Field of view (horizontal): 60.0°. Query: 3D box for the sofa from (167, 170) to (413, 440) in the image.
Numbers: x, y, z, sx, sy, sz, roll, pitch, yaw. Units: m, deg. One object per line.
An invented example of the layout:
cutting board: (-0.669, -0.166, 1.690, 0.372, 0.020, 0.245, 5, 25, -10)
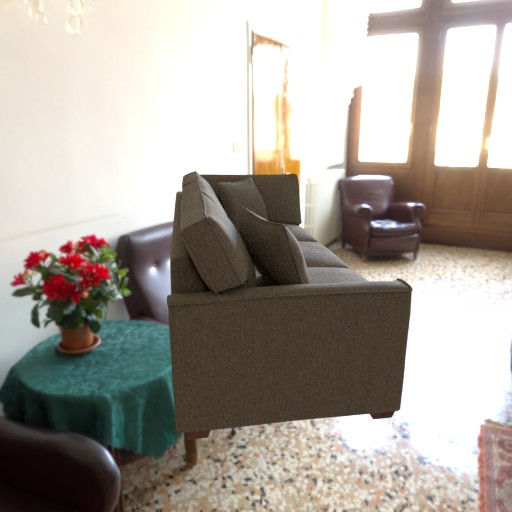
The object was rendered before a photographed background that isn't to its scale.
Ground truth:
sofa: (0.000, 0.000, 2.889, 1.061, 0.962, 2.317, -2, 16, -9)
